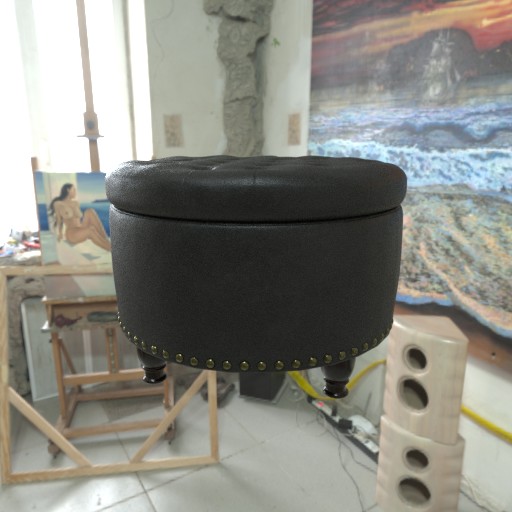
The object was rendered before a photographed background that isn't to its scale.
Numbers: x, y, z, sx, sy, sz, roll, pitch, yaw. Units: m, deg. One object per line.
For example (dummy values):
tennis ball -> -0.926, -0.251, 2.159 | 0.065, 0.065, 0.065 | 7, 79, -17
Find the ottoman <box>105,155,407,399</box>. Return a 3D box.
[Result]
ottoman -> 0.000, 0.000, 1.027 | 0.637, 0.442, 0.637 | 0, 15, 0
